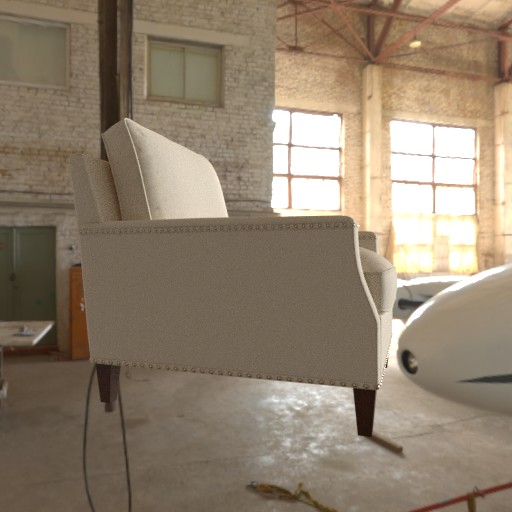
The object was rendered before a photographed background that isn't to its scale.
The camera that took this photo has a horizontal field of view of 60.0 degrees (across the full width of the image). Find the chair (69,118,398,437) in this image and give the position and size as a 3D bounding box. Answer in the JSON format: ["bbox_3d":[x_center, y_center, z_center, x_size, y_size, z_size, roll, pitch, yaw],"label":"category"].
[{"bbox_3d":[0.000,0.000,1.677,1.014,0.943,0.853,0,0,19],"label":"chair"}]
